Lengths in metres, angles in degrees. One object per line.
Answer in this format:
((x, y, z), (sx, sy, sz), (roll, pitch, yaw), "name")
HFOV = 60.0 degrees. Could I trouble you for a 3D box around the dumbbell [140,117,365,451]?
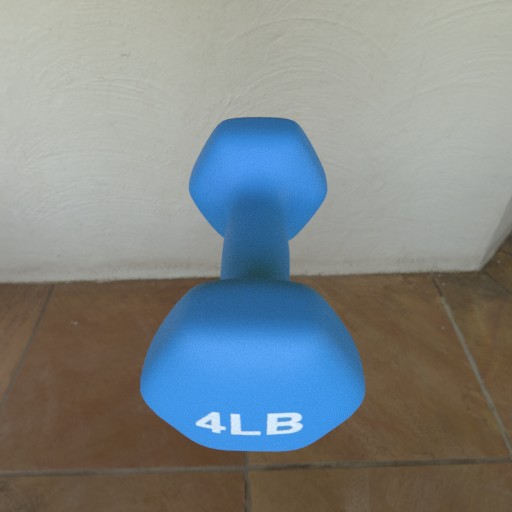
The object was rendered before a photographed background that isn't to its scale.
((0.000, 0.000, 0.190), (0.074, 0.066, 0.152), (1, 41, 1), "dumbbell")
